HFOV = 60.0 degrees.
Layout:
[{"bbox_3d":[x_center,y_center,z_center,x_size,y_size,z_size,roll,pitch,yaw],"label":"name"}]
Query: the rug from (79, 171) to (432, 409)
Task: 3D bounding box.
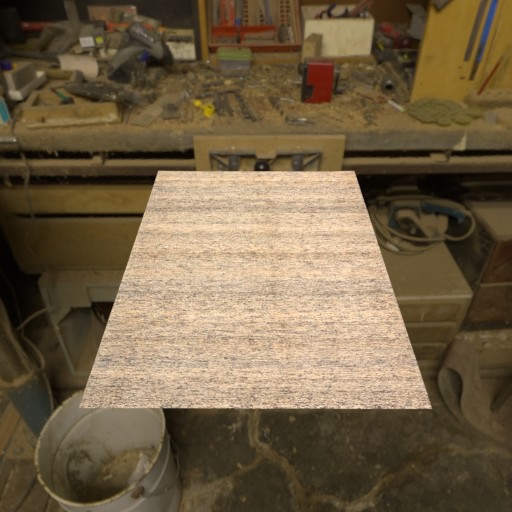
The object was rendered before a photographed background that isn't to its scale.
[{"bbox_3d":[0.000,0.000,4.245,2.414,0.036,3.199,0,41,0],"label":"rug"}]
